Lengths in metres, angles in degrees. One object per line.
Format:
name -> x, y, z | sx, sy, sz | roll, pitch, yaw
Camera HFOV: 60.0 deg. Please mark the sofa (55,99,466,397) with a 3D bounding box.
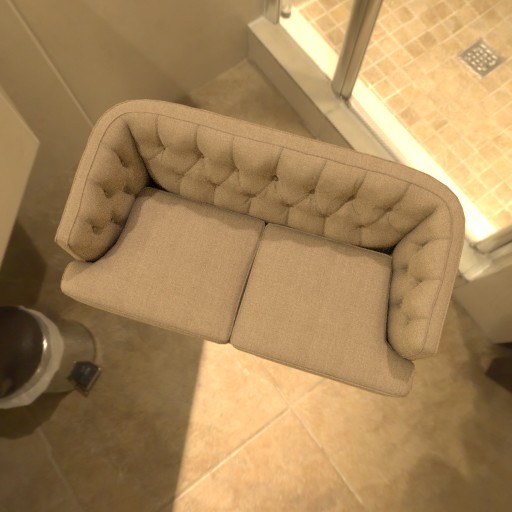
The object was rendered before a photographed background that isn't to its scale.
sofa -> 0.000, 0.000, 2.207 | 1.733, 0.855, 0.941 | 16, 76, 4
